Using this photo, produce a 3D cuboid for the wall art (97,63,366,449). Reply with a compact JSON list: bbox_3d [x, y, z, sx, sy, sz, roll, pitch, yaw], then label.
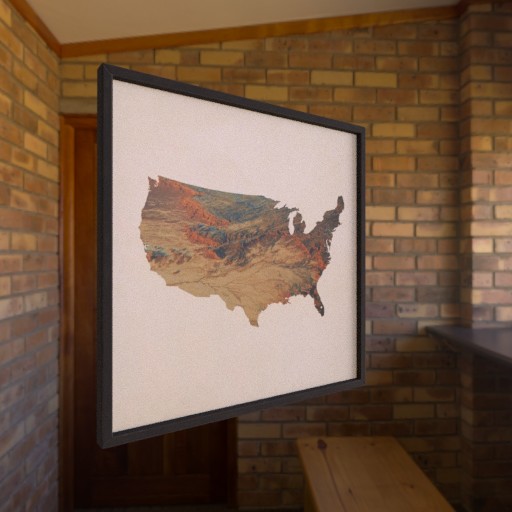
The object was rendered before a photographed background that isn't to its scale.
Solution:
[{"bbox_3d":[0.000,0.000,0.440,0.304,0.303,0.015,0,0,-35],"label":"wall art"}]
